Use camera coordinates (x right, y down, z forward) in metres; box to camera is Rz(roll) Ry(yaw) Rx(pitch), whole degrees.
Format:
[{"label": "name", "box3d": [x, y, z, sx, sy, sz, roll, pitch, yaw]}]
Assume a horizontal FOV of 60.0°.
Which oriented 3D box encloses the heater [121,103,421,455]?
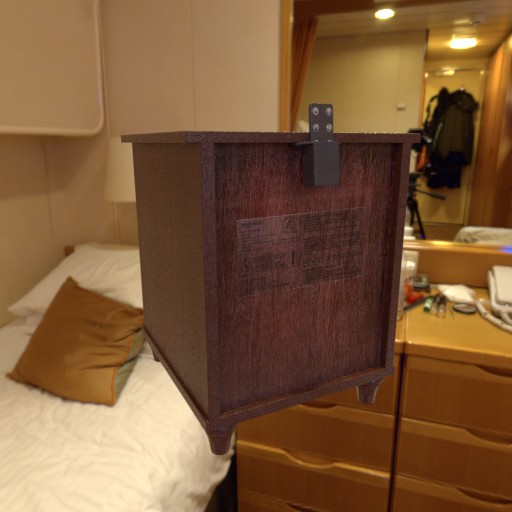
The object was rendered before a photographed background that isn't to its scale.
[{"label": "heater", "box3d": [0.000, 0.000, 0.776, 0.362, 0.481, 0.400, -7, 16, -27]}]
